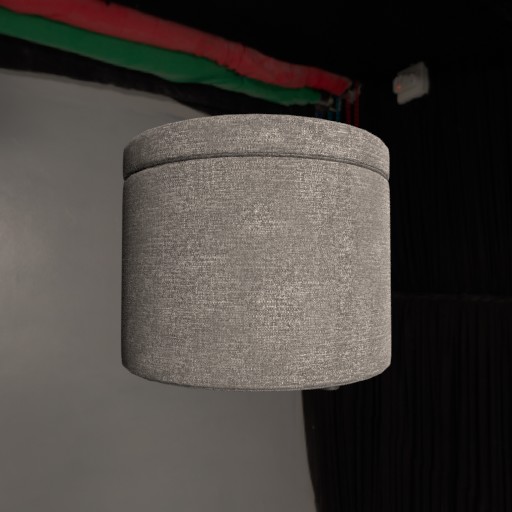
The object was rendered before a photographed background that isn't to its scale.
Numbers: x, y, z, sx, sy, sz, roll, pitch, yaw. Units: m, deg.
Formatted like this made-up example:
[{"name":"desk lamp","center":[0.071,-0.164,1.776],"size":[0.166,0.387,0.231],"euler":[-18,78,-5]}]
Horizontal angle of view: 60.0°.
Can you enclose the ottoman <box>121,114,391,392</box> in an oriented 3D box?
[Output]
[{"name":"ottoman","center":[0.000,0.000,0.860],"size":[0.500,0.419,0.500],"euler":[0,-2,0]}]
